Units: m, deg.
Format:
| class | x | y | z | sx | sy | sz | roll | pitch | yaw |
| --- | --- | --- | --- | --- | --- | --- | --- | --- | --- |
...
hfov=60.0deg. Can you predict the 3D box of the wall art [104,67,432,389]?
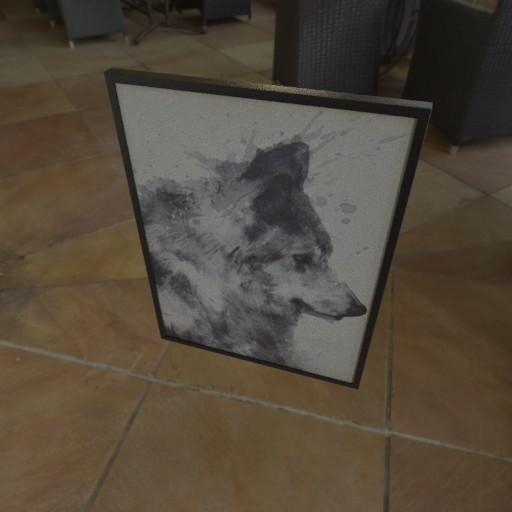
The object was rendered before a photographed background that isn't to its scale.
| class | x | y | z | sx | sy | sz | roll | pitch | yaw |
| --- | --- | --- | --- | --- | --- | --- | --- | --- | --- |
| wall art | 0.000 | 0.000 | 1.399 | 0.804 | 1.061 | 0.039 | 11 | 42 | 13 |
